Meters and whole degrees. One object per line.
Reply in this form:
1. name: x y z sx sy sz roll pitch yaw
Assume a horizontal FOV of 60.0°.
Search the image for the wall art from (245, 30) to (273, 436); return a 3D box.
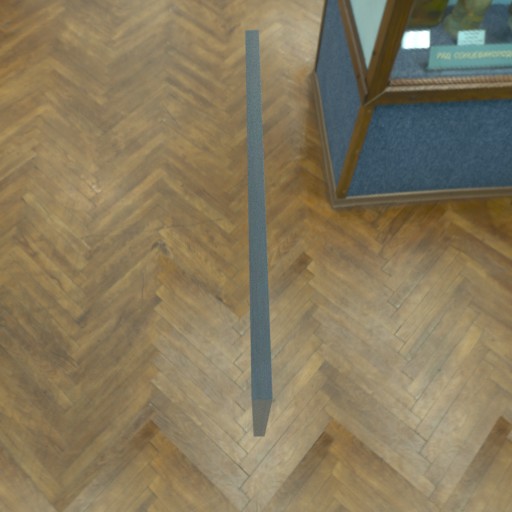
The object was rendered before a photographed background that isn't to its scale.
1. wall art: 0.000 0.000 0.926 0.026 0.558 0.660 -1 64 -1
